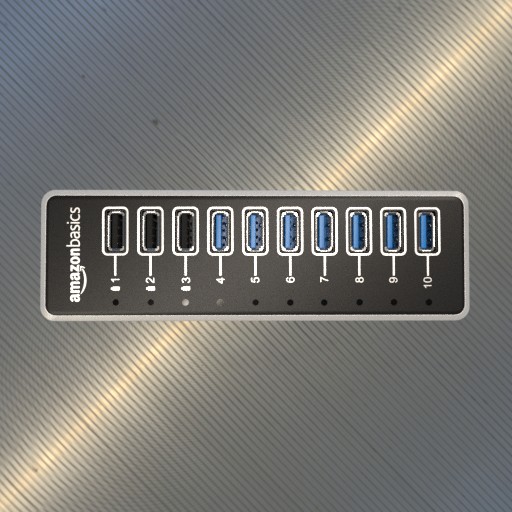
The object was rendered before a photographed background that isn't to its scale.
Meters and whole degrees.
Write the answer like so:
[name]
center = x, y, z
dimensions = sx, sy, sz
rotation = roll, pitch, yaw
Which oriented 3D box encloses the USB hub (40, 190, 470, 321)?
[USB hub]
center = 0.000, 0.000, 0.160
dimensions = 0.145, 0.023, 0.044
rotation = 0, 89, -1
